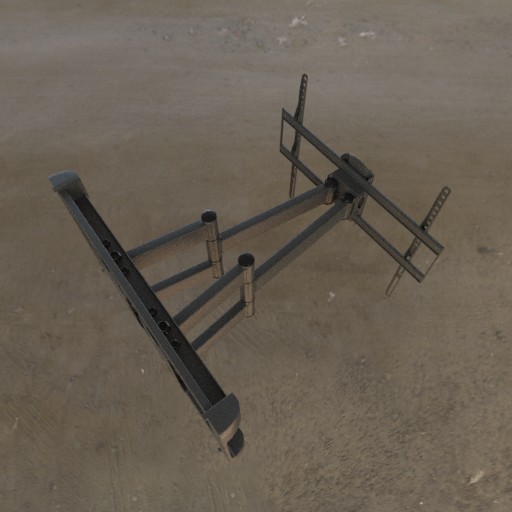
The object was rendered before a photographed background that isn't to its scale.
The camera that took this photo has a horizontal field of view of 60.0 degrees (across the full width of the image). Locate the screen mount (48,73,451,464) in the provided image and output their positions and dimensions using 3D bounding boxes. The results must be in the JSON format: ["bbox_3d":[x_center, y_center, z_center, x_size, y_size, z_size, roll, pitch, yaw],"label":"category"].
[{"bbox_3d":[0.000,0.000,0.946,0.556,0.424,0.571,-33,64,-18],"label":"screen mount"}]
